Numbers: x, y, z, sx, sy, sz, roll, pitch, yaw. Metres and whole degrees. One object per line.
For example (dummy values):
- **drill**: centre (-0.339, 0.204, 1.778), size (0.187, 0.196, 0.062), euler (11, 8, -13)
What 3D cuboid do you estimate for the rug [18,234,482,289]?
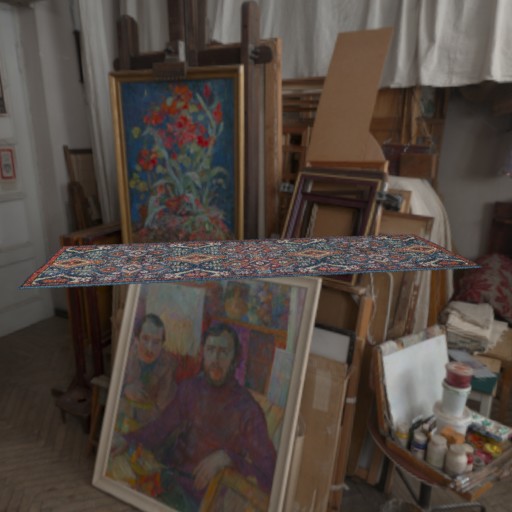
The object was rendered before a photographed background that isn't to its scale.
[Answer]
- **rug**: centre (0.000, 0.000, 2.688), size (2.459, 0.010, 0.801), euler (-2, 16, -8)
